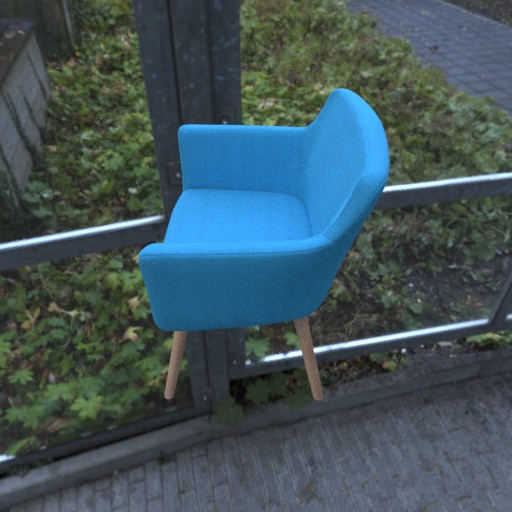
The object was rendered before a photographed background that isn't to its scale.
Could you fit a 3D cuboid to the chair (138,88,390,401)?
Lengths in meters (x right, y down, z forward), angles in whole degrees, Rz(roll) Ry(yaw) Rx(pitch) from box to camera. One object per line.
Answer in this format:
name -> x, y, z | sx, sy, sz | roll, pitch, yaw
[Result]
chair -> 0.000, 0.000, 1.199 | 0.540, 0.780, 0.570 | 0, 41, 0
